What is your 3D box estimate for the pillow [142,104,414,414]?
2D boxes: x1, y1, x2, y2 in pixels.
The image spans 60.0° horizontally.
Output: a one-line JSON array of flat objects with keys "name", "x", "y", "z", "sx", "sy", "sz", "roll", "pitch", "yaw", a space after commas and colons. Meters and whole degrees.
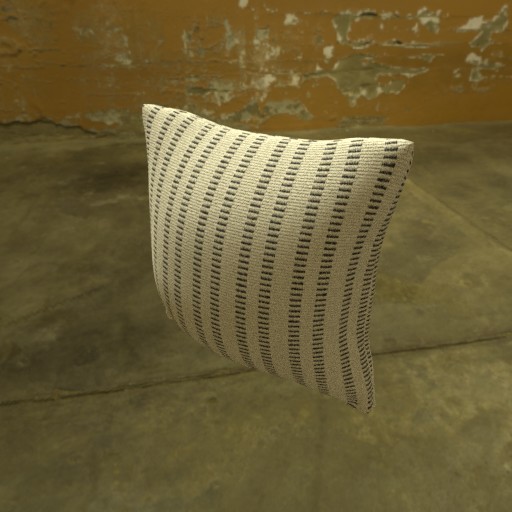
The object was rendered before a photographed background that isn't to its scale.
[{"name": "pillow", "x": 0.000, "y": 0.000, "z": 0.692, "sx": 0.438, "sy": 0.419, "sz": 0.247, "roll": 19, "pitch": 33, "yaw": 31}]
